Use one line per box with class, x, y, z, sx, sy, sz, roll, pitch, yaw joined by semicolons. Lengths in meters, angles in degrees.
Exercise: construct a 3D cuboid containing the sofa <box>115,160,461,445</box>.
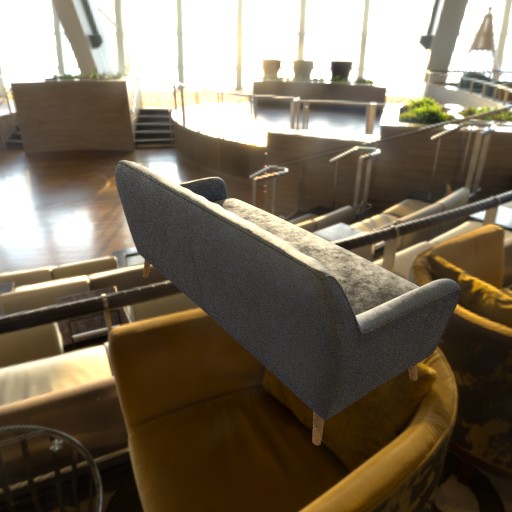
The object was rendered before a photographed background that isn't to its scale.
sofa;0.000;0.000;2.450;0.841;0.832;1.975;-18;32;-32
